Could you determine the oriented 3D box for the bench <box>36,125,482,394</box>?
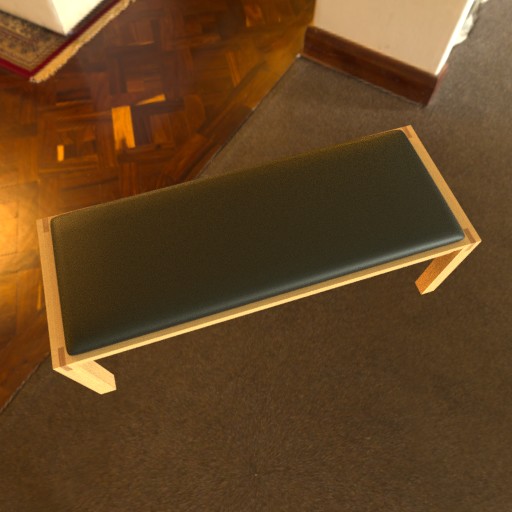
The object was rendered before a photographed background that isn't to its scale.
[{"bbox_3d":[0.000,0.000,1.422,1.202,0.430,0.450,-16,65,-8],"label":"bench"}]
